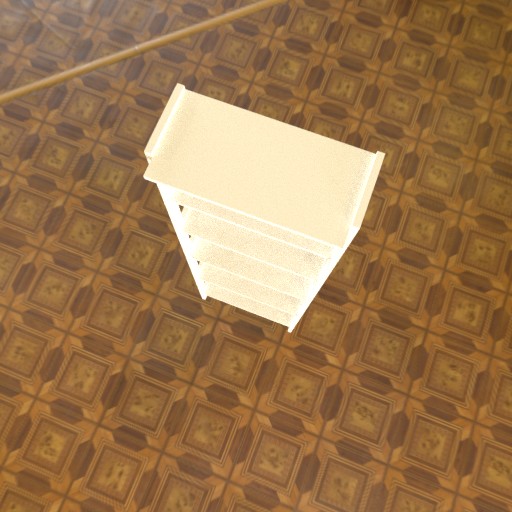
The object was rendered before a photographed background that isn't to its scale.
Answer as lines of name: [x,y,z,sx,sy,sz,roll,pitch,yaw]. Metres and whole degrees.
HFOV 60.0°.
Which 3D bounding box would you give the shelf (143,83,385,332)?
shelf: [0.000,0.000,2.178,0.660,1.892,0.381,20,76,5]
